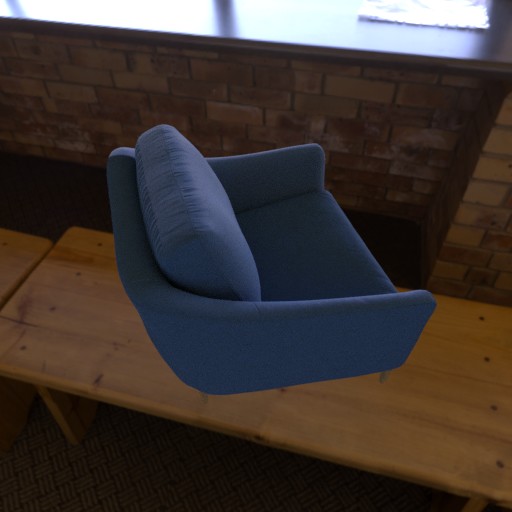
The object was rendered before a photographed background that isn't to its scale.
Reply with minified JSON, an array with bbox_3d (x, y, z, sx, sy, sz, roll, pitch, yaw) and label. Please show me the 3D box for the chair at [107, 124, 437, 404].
[{"bbox_3d":[0.000,0.000,1.737,0.961,0.899,0.987,-12,46,-12],"label":"chair"}]
